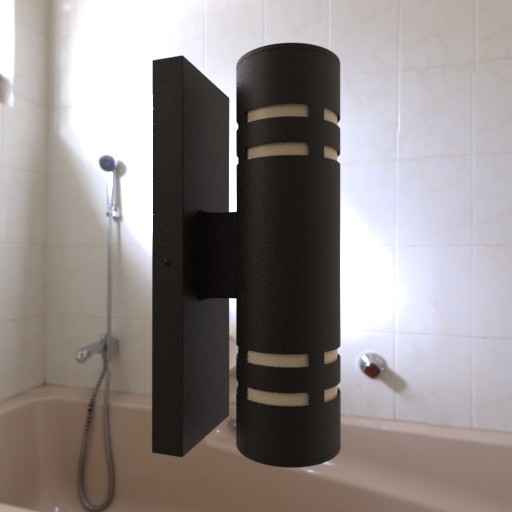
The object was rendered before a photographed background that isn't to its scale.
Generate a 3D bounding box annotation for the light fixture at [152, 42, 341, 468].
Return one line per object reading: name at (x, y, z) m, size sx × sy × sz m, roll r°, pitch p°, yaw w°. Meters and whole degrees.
light fixture at (0.000, 0.000, 0.397) m, size 0.149 × 0.330 × 0.105 m, roll 0°, pitch 0°, yaw 19°
